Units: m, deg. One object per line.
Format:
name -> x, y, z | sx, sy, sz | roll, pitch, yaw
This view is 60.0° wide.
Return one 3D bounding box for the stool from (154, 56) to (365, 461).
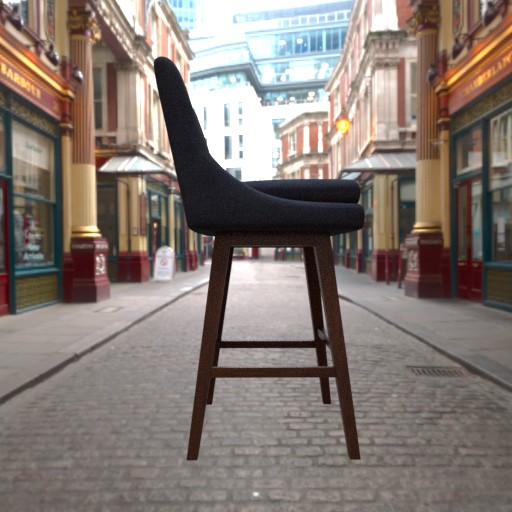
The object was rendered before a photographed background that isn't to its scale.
stool -> 0.000, 0.000, 1.382 | 0.572, 1.068, 0.489 | 0, 0, -1
